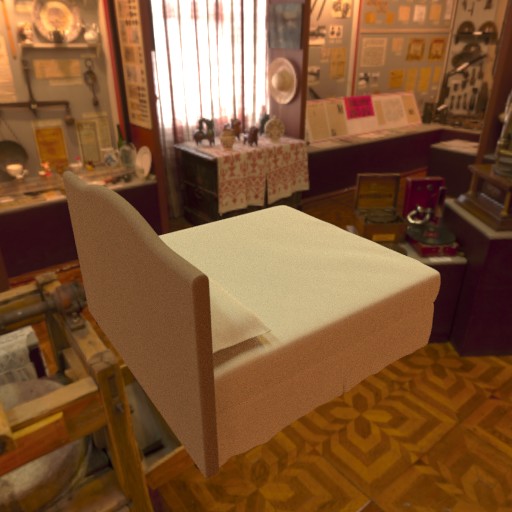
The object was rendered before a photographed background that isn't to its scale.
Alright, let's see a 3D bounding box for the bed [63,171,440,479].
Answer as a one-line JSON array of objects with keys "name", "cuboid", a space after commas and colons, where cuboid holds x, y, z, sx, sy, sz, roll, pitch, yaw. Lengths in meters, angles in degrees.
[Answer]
[{"name": "bed", "cuboid": [0.000, 0.000, 3.470, 2.182, 1.421, 2.083, -18, 31, -32]}]
